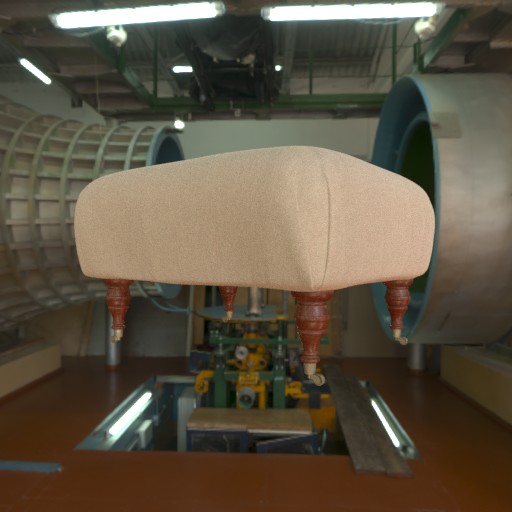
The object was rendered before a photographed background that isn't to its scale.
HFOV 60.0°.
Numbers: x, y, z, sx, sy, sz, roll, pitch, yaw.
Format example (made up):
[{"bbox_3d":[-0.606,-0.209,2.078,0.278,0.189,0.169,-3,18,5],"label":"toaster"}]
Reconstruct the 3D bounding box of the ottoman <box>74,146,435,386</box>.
[{"bbox_3d":[0.000,0.000,1.138,0.746,0.450,0.639,0,1,37],"label":"ottoman"}]
